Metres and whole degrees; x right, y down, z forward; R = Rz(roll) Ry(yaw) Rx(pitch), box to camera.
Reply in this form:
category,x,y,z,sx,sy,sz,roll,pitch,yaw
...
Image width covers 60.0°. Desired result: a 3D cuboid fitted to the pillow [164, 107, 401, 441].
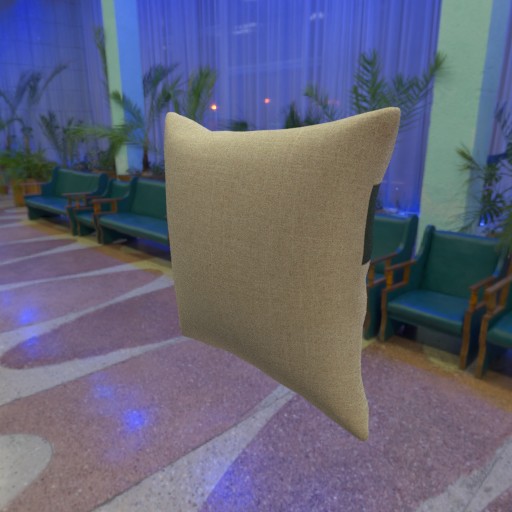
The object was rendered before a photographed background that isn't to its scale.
category,x,y,z,sx,sy,sz,roll,pitch,yaw
pillow,0.000,0.000,0.637,0.173,0.399,0.414,-15,23,-41
